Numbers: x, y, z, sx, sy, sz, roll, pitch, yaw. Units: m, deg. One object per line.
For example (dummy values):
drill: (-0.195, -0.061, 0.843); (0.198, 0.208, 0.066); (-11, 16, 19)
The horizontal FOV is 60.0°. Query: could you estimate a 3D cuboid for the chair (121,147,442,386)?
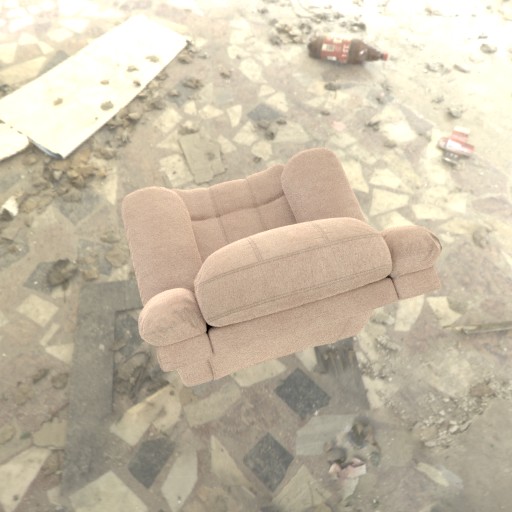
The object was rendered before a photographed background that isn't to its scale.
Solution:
chair: (0.000, 0.000, 1.707); (0.899, 1.008, 0.944); (-15, 59, -9)
